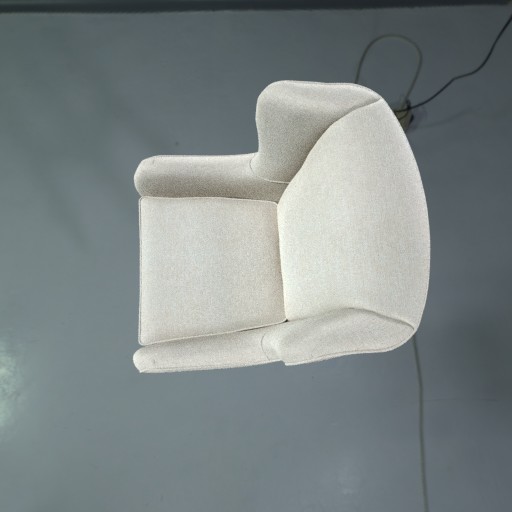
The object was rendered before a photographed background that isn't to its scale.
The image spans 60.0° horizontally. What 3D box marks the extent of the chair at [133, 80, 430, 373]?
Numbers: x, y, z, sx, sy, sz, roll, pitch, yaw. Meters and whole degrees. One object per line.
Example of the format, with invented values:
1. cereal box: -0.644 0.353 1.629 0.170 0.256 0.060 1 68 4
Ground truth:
1. chair: 0.000 0.000 1.718 0.966 1.040 0.838 -3 76 -1
